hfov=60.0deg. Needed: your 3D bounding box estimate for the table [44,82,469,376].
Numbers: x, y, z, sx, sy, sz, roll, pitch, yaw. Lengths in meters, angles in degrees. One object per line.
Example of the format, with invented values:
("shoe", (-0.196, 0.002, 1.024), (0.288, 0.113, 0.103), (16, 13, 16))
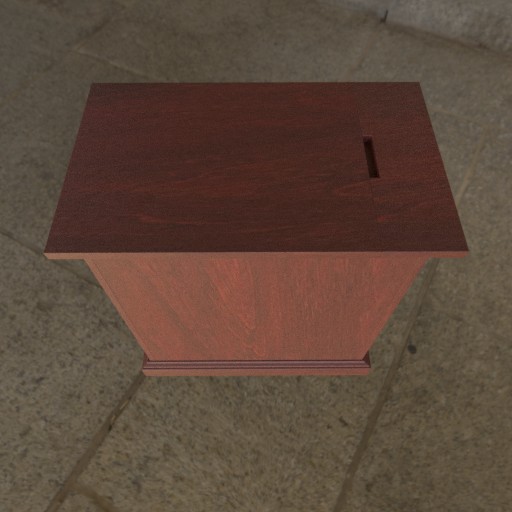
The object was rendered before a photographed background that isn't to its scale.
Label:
("table", (0.000, 0.000, 0.961), (0.584, 0.612, 0.356), (0, 59, 0))
